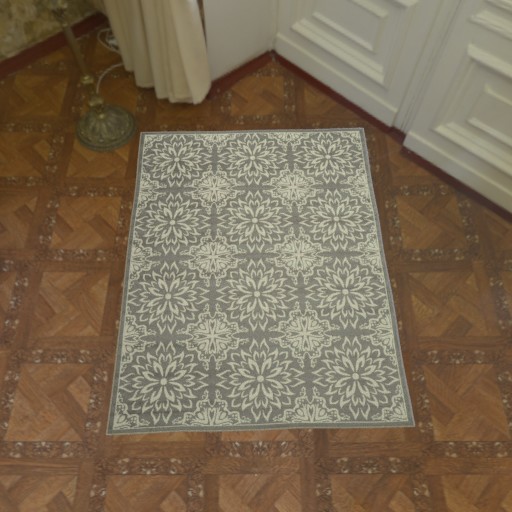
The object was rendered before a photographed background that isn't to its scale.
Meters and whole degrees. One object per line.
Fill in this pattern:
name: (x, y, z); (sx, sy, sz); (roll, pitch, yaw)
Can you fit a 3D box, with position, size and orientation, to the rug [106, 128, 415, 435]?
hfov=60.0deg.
rug: (0.000, 0.000, 4.039); (2.363, 0.012, 2.980); (-1, 64, -1)
